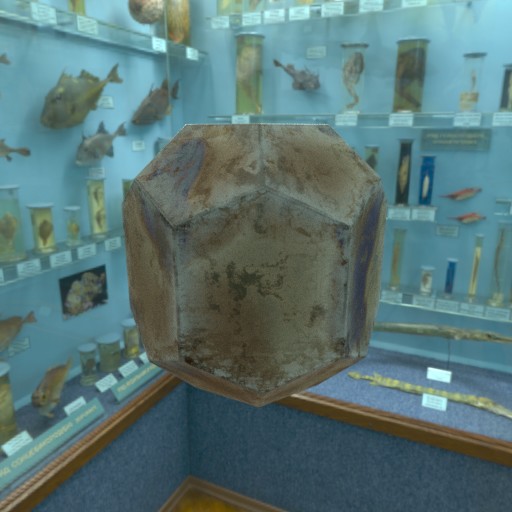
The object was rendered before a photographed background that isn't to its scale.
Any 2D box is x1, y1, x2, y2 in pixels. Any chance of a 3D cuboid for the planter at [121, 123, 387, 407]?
[{"bbox_3d":[0.000,0.000,0.419,0.221,0.238,0.243,8,17,27],"label":"planter"}]
